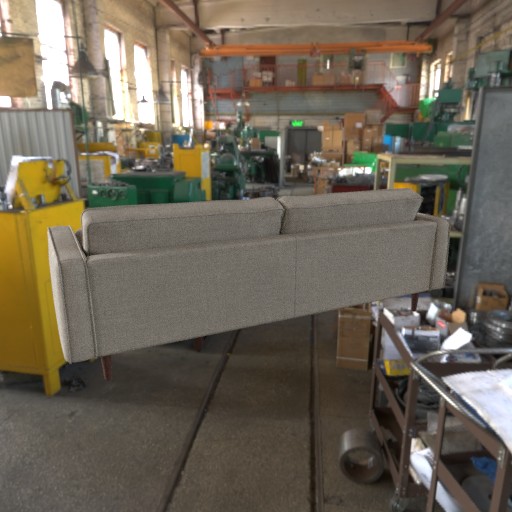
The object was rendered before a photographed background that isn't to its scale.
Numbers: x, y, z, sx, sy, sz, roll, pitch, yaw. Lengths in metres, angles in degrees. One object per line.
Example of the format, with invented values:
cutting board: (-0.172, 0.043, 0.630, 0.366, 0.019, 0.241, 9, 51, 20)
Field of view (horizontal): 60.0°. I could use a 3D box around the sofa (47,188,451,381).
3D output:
sofa: (0.000, 0.000, 2.623, 2.211, 0.762, 0.914, -7, 16, -26)
